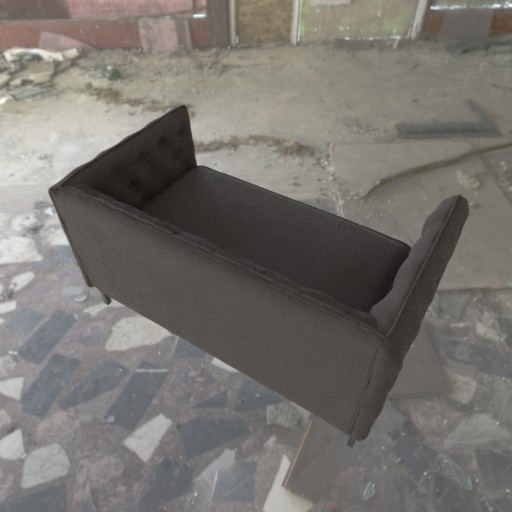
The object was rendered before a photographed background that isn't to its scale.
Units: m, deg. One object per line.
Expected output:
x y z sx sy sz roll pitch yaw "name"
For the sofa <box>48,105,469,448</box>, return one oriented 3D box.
0.000 0.000 2.109 1.583 0.810 0.909 24 50 22 "sofa"
